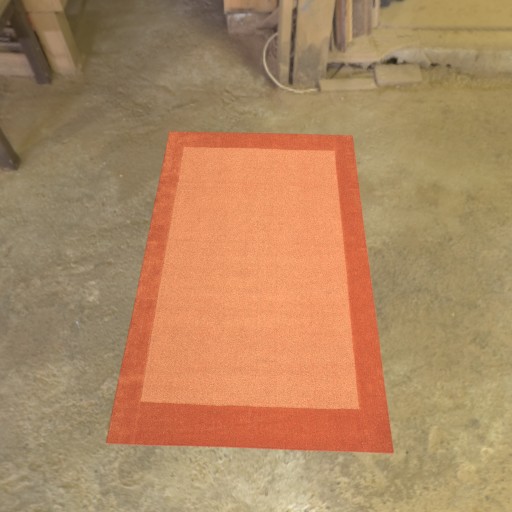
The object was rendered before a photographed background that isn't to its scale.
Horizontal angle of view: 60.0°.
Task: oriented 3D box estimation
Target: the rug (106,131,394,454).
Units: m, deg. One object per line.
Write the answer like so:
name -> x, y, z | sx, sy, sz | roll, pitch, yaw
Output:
rug -> 0.000, 0.000, 3.009 | 1.524, 0.014, 2.438 | 1, 57, 1
